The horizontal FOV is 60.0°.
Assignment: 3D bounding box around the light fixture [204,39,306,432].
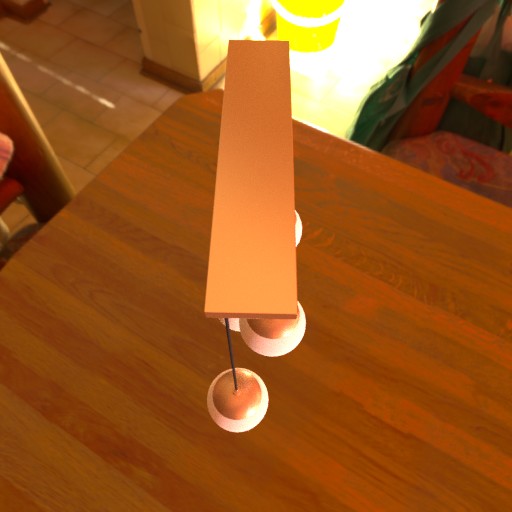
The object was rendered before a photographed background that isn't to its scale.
[{"bbox_3d":[0.000,0.000,1.308,0.299,0.869,0.863,1,59,1],"label":"light fixture"}]
